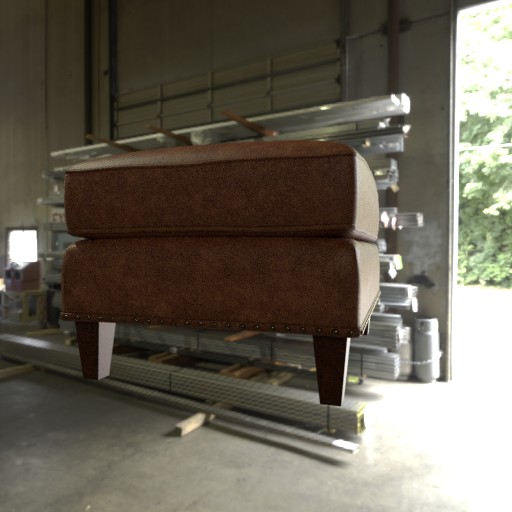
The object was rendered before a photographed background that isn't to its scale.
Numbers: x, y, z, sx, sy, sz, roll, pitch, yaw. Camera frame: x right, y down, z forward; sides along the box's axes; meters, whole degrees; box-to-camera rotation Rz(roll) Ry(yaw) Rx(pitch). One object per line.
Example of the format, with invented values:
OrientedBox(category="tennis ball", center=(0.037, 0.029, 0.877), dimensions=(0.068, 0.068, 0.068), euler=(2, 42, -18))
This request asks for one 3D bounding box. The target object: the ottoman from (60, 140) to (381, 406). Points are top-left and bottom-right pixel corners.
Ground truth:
OrientedBox(category="ottoman", center=(0.000, 0.000, 1.126), dimensions=(0.586, 0.486, 0.742), euler=(0, 1, 18))
